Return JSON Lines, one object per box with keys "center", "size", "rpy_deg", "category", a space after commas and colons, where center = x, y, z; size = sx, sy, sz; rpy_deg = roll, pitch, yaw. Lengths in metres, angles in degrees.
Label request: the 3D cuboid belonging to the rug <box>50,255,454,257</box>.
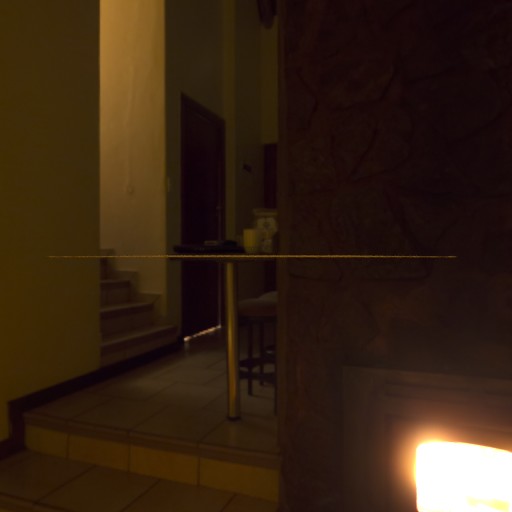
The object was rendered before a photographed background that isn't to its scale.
{"center": [0.000, 0.000, 4.203], "size": [2.439, 0.005, 3.201], "rpy_deg": [0, 0, 1], "category": "rug"}
